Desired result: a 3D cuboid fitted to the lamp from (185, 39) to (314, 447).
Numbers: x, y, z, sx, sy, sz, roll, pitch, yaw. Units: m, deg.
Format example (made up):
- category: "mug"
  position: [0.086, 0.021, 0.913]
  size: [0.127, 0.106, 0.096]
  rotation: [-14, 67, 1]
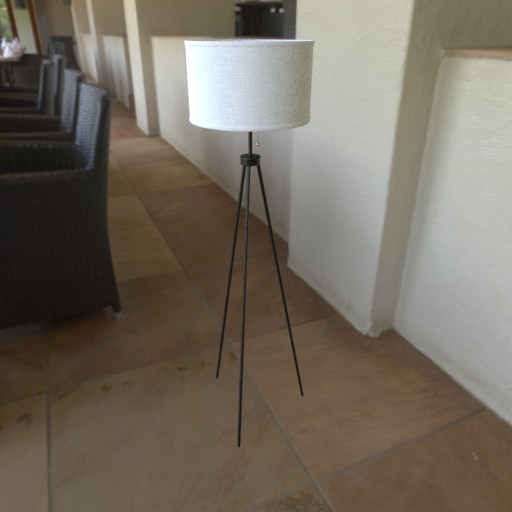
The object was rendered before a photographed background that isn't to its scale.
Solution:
- category: "lamp"
  position: [0.000, 0.000, 1.765]
  size: [0.458, 1.545, 0.448]
  rotation: [-10, 28, -18]
